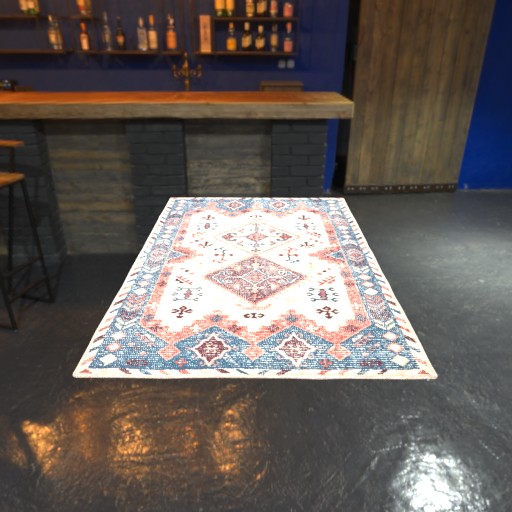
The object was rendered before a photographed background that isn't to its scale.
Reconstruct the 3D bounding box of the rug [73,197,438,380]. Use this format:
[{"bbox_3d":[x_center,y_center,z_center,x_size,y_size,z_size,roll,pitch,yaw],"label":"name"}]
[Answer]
[{"bbox_3d":[0.000,0.000,2.293,1.225,0.015,1.840,0,26,0],"label":"rug"}]
